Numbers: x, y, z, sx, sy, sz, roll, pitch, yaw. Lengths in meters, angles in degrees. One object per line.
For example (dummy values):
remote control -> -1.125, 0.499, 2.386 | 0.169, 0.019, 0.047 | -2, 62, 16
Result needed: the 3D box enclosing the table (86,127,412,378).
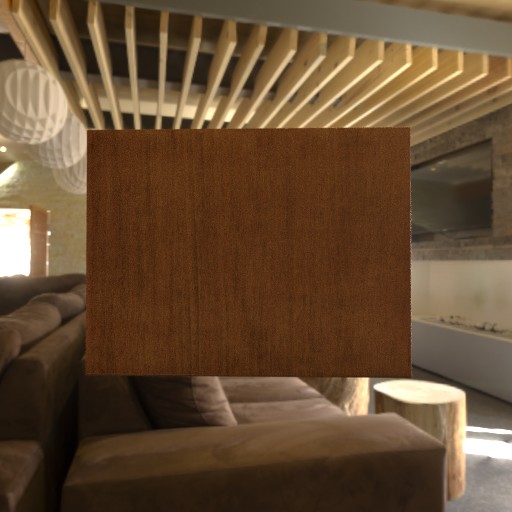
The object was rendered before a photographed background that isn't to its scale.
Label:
table -> 0.000, 0.000, 1.246 | 0.549, 0.419, 1.000 | 0, -1, 2
